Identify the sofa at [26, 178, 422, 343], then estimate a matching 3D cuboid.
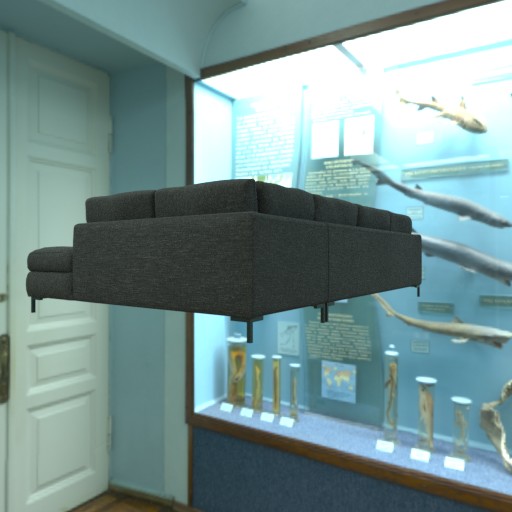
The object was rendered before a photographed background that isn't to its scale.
[{"bbox_3d":[0.000,0.000,3.800,2.007,0.815,2.949,0,0,35],"label":"sofa"}]
